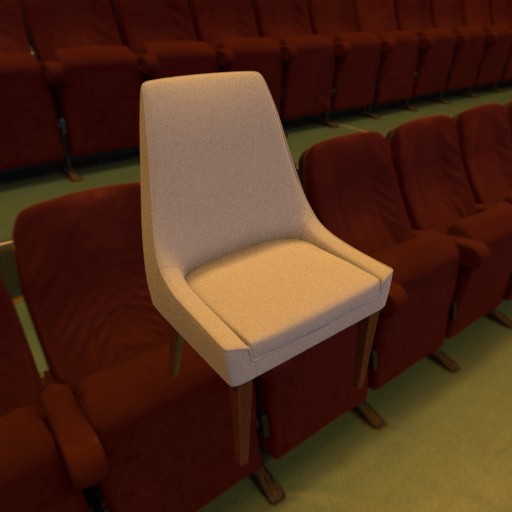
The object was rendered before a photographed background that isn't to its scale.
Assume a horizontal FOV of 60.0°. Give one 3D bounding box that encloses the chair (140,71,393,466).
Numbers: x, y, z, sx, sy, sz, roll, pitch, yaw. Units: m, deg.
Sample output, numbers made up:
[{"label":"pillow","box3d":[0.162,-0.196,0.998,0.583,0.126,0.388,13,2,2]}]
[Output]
[{"label":"chair","box3d":[0.000,0.000,1.192,0.529,0.861,0.544,-20,35,-31]}]
